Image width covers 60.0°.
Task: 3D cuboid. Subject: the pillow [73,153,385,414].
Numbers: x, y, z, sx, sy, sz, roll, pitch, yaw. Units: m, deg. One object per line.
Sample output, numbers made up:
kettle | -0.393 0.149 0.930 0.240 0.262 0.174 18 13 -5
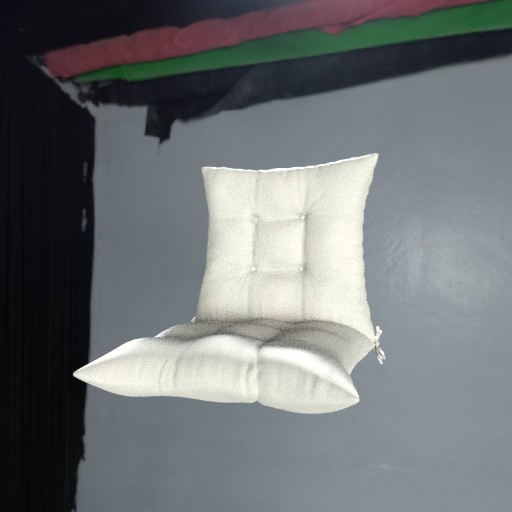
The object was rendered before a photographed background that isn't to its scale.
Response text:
pillow | 0.000 0.000 0.989 0.541 0.536 0.585 0 -1 18
